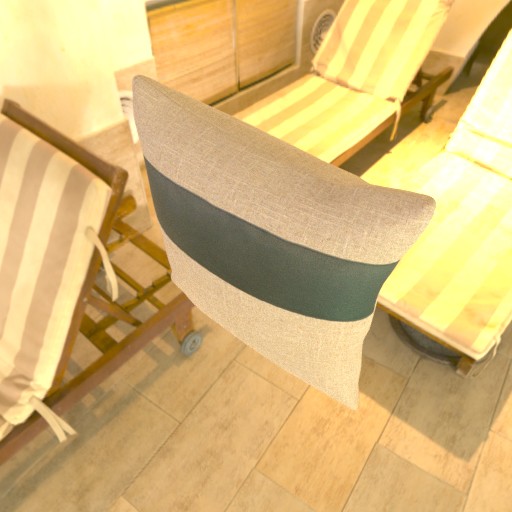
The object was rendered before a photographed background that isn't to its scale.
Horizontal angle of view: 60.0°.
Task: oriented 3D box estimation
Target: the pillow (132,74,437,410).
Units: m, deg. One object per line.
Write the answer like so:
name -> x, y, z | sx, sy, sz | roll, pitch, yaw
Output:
pillow -> 0.000, 0.000, 0.620 | 0.414, 0.399, 0.173 | 31, 53, 27
